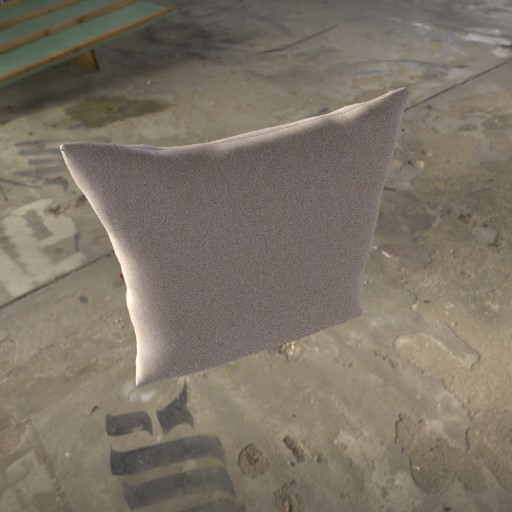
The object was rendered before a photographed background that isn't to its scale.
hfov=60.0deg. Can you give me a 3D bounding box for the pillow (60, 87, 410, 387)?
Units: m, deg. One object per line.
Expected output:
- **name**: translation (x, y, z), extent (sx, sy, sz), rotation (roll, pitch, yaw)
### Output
- **pillow**: translation (0.000, 0.000, 0.659), extent (0.433, 0.436, 0.173), rotation (-14, 44, -15)
